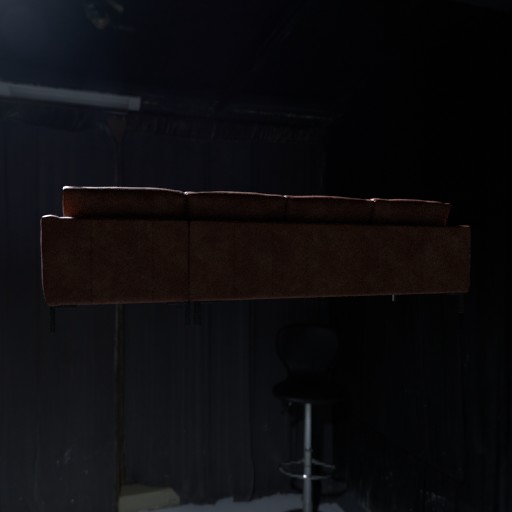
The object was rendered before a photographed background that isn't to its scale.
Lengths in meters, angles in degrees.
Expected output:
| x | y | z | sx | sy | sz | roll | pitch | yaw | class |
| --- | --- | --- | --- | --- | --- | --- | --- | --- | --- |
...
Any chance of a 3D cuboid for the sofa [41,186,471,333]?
| x | y | z | sx | sy | sz | roll | pitch | yaw | class |
| --- | --- | --- | --- | --- | --- | --- | --- | --- | --- |
| 0.000 | 0.000 | 3.606 | 2.993 | 0.859 | 1.471 | 0 | 0 | -18 | sofa |
